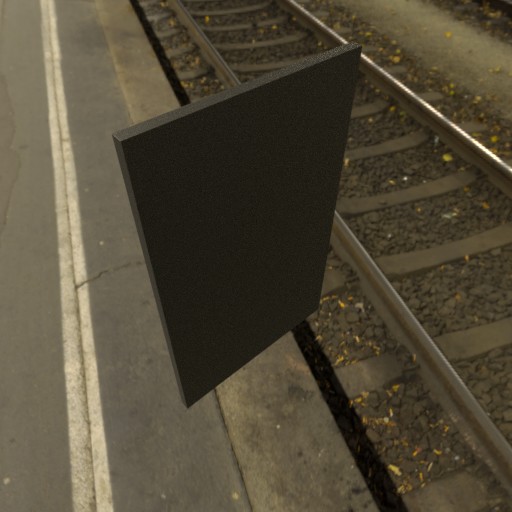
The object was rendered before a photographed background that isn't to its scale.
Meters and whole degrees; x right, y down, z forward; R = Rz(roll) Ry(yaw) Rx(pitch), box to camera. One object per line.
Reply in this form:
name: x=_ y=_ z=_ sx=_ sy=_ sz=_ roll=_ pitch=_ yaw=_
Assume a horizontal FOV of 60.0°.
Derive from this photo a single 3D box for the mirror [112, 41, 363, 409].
mirror: x=0.000 y=0.000 z=1.522 sx=0.762 sy=1.219 sz=0.038 roll=-32 pitch=54 yaw=-27
